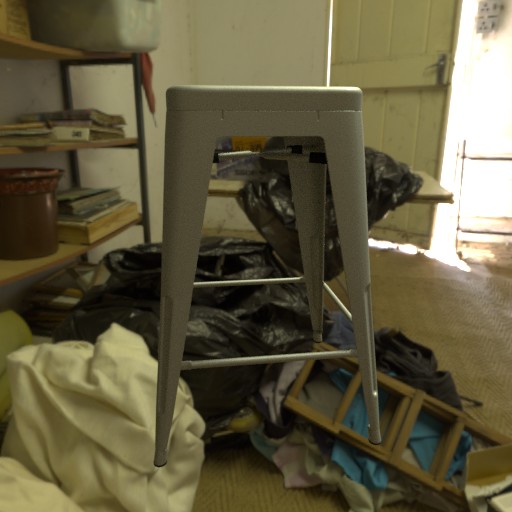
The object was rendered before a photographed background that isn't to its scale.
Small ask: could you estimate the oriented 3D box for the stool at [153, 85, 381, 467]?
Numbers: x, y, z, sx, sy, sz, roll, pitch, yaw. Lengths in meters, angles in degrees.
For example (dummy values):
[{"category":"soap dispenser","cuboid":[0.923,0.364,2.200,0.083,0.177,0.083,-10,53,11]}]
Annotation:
[{"category":"stool","cuboid":[0.000,0.000,0.875,0.406,0.610,0.406,-2,17,-8]}]
